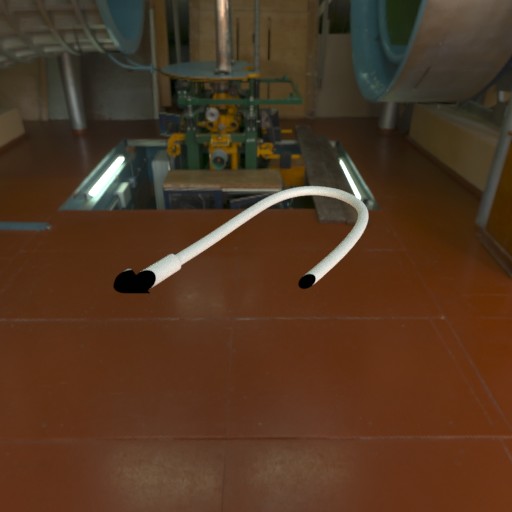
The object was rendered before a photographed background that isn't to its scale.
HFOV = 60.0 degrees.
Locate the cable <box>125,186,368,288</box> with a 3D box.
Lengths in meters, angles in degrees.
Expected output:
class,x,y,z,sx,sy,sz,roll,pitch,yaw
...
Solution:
class,x,y,z,sx,sy,sz,roll,pitch,yaw
cable,0.000,0.000,0.110,0.041,0.005,0.098,19,35,29
